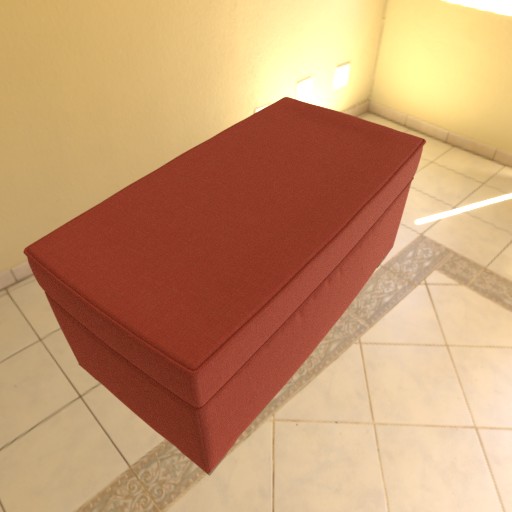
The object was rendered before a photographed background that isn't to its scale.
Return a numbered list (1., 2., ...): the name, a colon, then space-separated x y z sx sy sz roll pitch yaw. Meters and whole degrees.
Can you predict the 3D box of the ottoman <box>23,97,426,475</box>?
1. ottoman: 0.000 0.000 1.191 0.497 0.454 0.948 28 50 26
